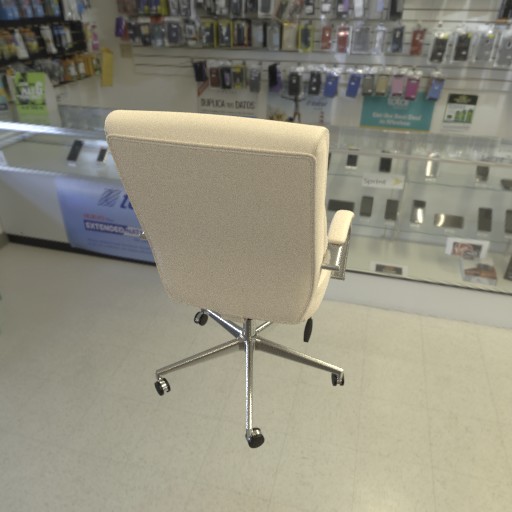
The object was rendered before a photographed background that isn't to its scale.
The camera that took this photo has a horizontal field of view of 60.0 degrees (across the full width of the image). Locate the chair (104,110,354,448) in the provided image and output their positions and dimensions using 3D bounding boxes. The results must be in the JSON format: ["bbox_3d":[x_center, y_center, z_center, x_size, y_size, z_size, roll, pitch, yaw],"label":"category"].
[{"bbox_3d":[0.000,0.000,1.565,0.727,1.099,0.745,9,33,15],"label":"chair"}]
